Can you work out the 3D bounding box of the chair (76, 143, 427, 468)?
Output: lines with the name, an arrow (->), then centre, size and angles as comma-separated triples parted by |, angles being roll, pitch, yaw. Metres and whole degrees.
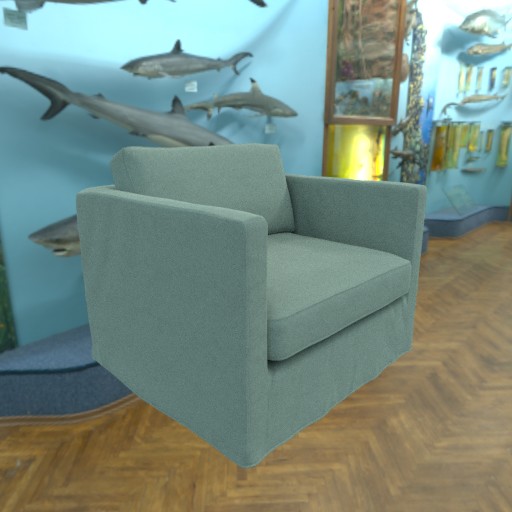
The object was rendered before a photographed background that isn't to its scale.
chair -> 0.000, 0.000, 1.777 | 0.949, 0.863, 1.057 | 15, 21, 42
